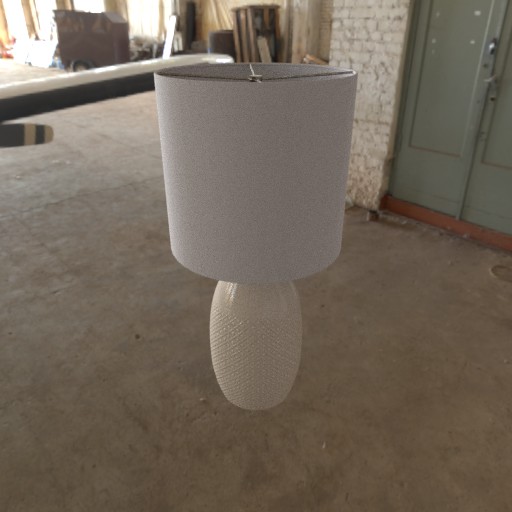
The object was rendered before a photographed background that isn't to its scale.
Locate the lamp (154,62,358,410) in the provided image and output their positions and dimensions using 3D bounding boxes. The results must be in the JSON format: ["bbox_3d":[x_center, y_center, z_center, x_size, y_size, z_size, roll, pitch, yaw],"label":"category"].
[{"bbox_3d":[0.000,0.000,0.584,0.217,0.453,0.217,-2,28,-4],"label":"lamp"}]
